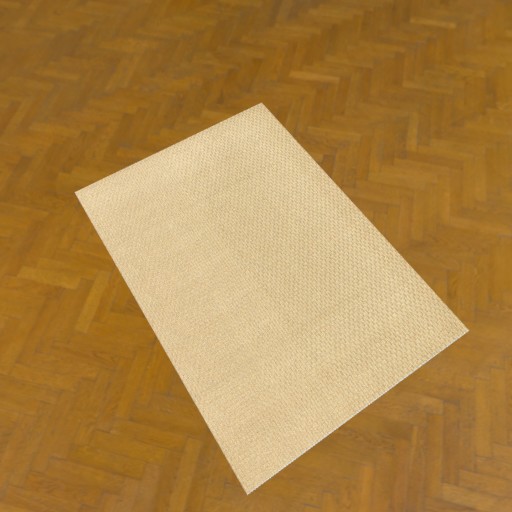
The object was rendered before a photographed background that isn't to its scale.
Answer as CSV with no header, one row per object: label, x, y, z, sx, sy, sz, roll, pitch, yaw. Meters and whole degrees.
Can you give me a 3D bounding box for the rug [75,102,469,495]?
rug,0.000,0.000,2.759,1.509,0.013,2.144,-30,67,-15
